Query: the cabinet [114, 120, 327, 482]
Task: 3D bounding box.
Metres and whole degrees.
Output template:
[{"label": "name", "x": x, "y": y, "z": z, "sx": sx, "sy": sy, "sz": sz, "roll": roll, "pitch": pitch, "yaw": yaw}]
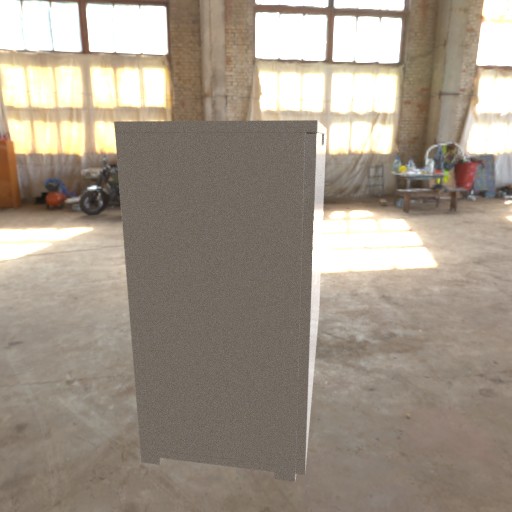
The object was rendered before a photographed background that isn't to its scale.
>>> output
[{"label": "cabinet", "x": 0.000, "y": 0.000, "z": 1.423, "sx": 0.400, "sy": 0.800, "sz": 1.000, "roll": 3, "pitch": 15, "yaw": 9}]
